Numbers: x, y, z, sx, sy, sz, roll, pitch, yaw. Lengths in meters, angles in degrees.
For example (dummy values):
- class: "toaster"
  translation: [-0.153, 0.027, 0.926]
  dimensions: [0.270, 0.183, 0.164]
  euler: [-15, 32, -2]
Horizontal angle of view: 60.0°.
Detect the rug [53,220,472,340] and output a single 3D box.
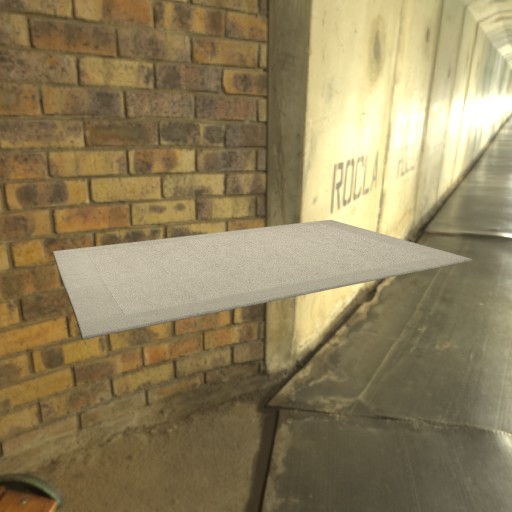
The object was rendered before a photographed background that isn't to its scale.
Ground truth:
- class: "rug"
  translation: [0.000, 0.000, 3.021]
  dimensions: [2.438, 0.014, 1.524]
  euler: [-8, 18, -27]
